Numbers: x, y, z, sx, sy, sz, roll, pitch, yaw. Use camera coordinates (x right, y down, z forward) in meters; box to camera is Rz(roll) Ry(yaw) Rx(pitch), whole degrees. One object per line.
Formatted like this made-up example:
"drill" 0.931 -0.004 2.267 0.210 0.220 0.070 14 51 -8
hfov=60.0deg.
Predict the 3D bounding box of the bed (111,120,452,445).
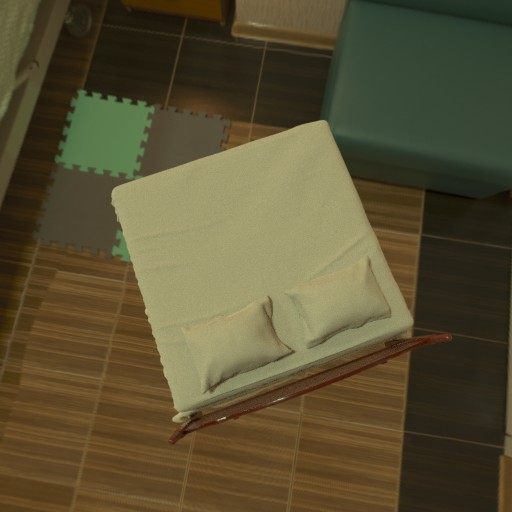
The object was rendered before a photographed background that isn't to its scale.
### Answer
"bed" 0.000 0.000 3.657 2.322 1.355 2.219 -19 78 -4
